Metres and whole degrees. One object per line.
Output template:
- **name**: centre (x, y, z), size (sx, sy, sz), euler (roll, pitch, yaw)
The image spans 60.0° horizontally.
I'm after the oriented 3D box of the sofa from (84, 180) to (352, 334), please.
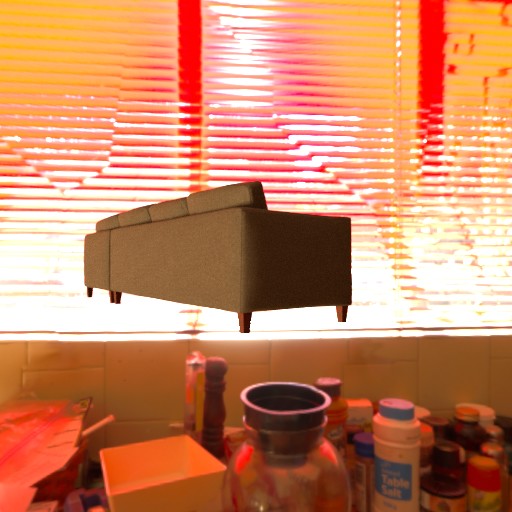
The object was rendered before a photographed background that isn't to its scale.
- **sofa**: centre (0.000, 0.000, 4.538), size (2.593, 0.947, 3.302), euler (1, -1, -36)
